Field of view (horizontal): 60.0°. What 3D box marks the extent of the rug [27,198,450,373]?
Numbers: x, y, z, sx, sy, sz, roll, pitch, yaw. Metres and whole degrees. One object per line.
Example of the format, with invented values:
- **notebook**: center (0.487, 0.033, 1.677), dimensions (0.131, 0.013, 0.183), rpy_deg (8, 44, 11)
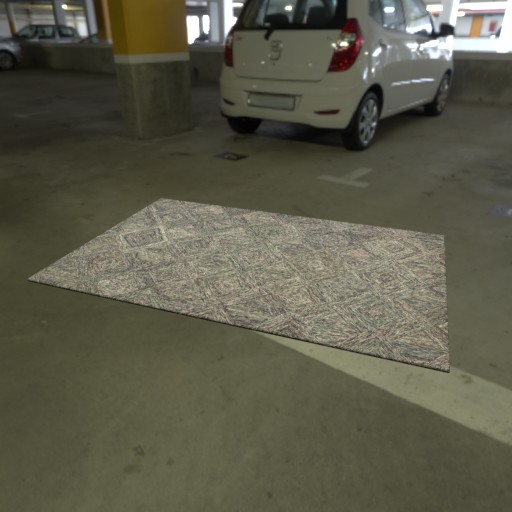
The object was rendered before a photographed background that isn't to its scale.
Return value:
- **rug**: center (0.000, 0.000, 2.863), dimensions (2.298, 0.017, 1.501), rpy_deg (9, 28, 18)
